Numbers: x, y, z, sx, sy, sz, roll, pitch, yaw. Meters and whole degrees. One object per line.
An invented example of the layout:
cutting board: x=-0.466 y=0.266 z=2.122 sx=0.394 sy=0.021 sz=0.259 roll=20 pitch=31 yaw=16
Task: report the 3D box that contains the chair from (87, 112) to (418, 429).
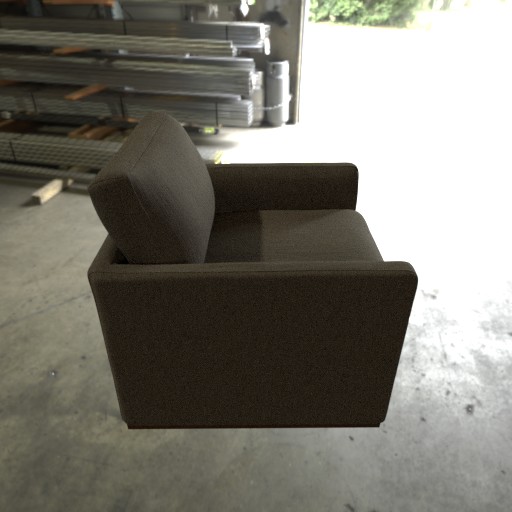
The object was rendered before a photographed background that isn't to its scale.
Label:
chair: x=0.000 y=0.000 z=1.473 sx=0.834 sy=0.811 sz=0.763 roll=0 pitch=32 yaw=0
